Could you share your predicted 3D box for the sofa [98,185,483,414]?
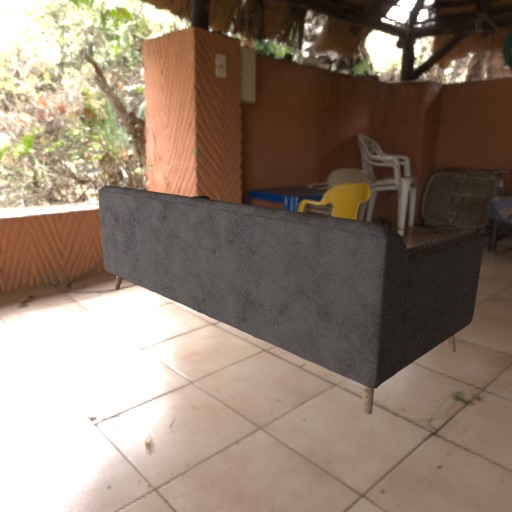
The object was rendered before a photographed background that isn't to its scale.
[{"bbox_3d":[0.000,0.000,2.599,0.900,0.740,2.190,-13,19,-42],"label":"sofa"}]
